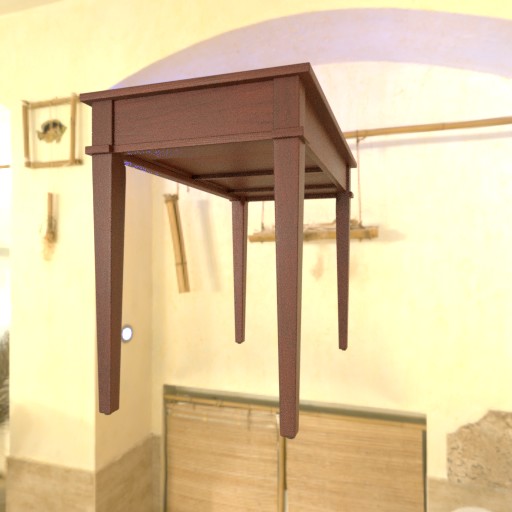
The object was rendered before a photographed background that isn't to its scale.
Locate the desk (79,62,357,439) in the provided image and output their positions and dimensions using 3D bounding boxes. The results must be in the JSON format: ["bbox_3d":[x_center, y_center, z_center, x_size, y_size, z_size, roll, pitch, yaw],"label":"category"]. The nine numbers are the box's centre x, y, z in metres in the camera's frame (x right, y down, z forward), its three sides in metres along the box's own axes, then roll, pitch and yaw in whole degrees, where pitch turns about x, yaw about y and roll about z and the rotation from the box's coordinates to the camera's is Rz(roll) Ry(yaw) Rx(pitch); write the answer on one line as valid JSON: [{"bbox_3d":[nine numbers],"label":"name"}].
[{"bbox_3d":[0.000,0.000,1.432,0.549,0.762,1.001,0,0,18],"label":"desk"}]
